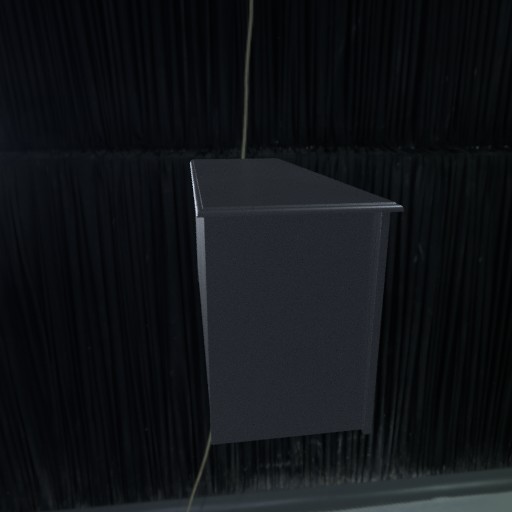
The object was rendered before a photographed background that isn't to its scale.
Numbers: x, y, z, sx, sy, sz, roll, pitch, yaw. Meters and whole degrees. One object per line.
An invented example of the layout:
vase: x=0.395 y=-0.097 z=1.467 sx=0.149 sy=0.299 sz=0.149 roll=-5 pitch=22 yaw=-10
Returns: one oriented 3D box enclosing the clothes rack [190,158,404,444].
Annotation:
clothes rack: x=0.000 y=0.000 z=1.498 sx=0.406 sy=0.556 sz=1.219 roll=-2 pitch=17 yaw=-8
